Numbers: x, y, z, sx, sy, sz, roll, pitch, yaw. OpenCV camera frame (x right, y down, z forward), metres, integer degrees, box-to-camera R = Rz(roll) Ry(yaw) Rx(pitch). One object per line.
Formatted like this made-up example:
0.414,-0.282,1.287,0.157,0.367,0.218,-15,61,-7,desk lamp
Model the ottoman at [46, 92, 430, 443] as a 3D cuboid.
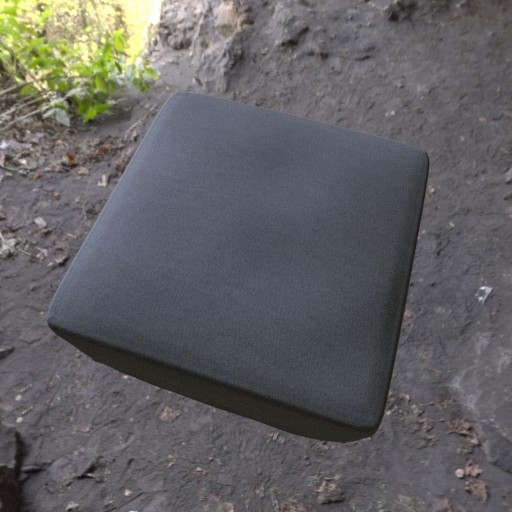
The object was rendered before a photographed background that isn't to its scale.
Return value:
0.000,0.000,1.324,0.842,0.441,0.843,16,64,8,ottoman
